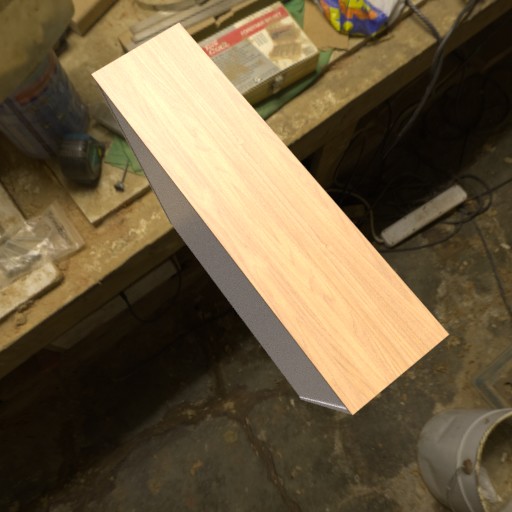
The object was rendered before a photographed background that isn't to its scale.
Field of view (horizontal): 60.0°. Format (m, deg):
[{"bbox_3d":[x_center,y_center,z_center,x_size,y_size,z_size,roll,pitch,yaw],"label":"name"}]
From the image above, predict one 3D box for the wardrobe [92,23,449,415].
[{"bbox_3d":[0.000,0.000,3.272,0.590,2.260,2.160,-36,77,-10],"label":"wardrobe"}]
